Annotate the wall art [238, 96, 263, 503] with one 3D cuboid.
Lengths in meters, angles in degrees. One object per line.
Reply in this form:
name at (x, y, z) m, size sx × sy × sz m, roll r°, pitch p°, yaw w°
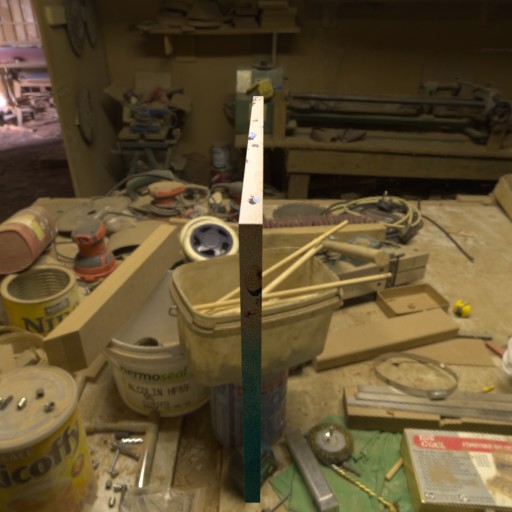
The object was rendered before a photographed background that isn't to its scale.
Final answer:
wall art at (0.000, 0.000, 1.405) m, size 0.040 × 0.769 × 1.136 m, roll 0°, pitch 30°, yaw 1°
